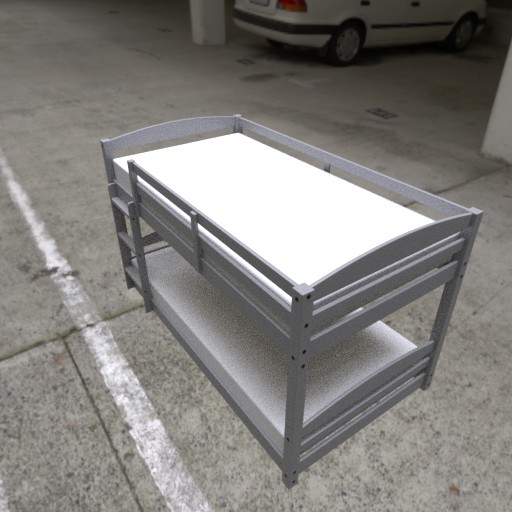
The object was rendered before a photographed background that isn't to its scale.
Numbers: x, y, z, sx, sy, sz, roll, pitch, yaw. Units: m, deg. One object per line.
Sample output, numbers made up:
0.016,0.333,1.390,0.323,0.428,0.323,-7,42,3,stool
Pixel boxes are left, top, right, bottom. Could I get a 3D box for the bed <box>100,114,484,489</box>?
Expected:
0.000,0.000,2.726,1.105,1.206,2.013,-21,38,-29,bed
